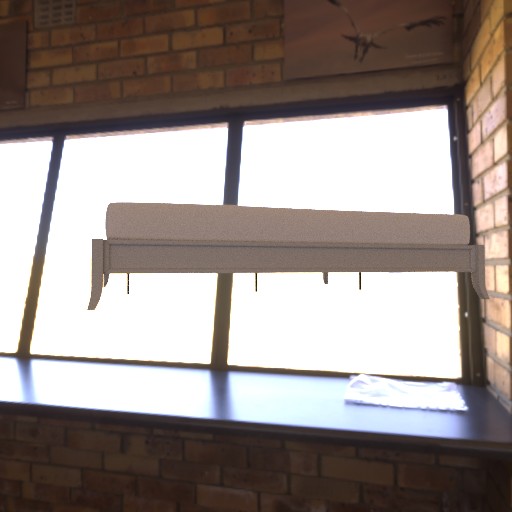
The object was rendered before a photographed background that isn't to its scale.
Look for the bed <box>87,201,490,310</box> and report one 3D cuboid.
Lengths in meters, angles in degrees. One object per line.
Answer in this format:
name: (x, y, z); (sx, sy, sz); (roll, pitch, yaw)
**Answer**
bed: (0.000, 0.000, 3.121); (2.108, 0.510, 2.007); (0, -1, -17)
